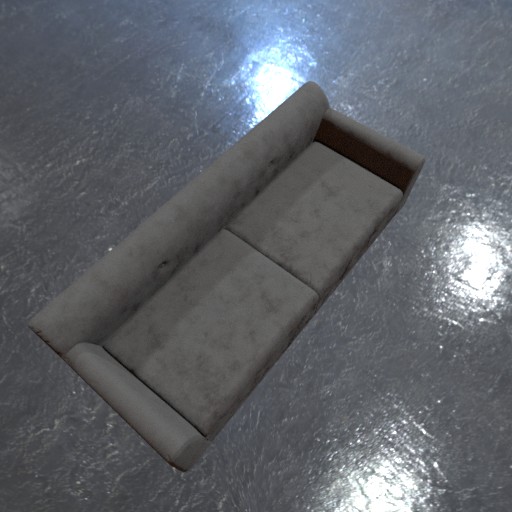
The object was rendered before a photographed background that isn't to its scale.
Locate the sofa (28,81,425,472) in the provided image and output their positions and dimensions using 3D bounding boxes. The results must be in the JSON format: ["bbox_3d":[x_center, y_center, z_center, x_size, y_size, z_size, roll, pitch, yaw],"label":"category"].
[{"bbox_3d":[0.000,0.000,2.571,0.900,0.740,2.190,35,65,19],"label":"sofa"}]
